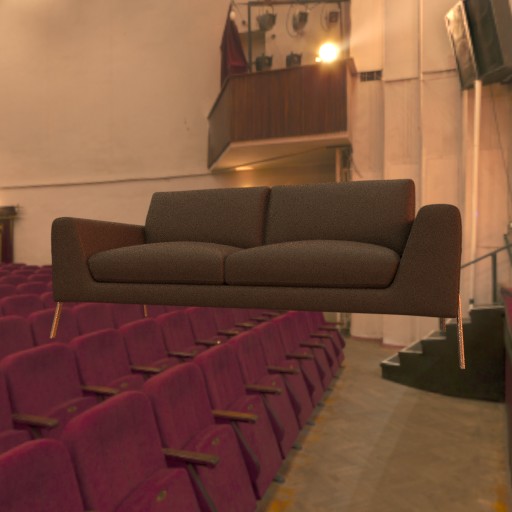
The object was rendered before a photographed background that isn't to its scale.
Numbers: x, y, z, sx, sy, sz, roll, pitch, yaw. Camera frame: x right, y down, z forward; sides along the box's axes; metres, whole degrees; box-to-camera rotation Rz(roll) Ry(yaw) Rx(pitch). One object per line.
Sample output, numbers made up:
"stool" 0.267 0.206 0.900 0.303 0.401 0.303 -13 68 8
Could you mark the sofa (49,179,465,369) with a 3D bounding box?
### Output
"sofa" 0.000 0.000 2.472 2.017 0.875 0.953 0 0 19
